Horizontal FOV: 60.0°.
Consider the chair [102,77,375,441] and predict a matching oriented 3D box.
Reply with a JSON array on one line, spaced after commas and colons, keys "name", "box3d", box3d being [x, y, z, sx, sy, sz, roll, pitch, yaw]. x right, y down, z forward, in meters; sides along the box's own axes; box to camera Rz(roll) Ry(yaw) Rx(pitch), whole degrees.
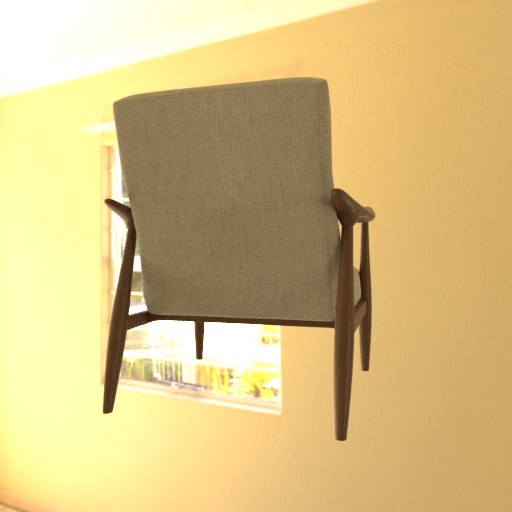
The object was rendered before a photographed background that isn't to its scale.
[{"name": "chair", "box3d": [0.000, 0.000, 1.429, 0.741, 0.832, 0.798, 0, 0, 16]}]
